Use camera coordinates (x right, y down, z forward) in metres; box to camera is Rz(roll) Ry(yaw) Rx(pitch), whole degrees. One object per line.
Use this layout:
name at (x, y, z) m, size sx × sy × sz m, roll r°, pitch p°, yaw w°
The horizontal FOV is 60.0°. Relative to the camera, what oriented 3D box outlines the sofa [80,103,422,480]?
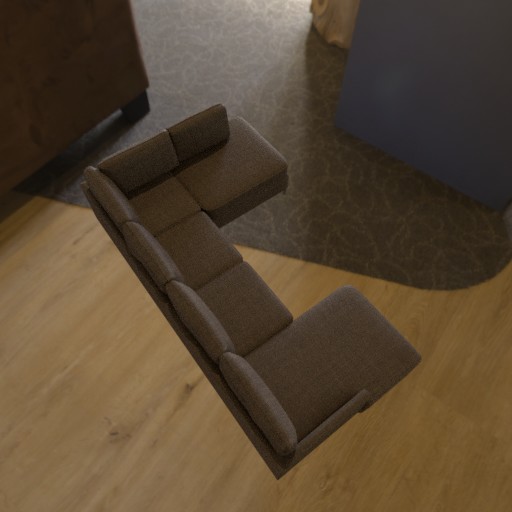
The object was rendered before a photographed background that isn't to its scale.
sofa at (0.000, 0.000, 4.367) m, size 2.048 × 0.999 × 3.423 m, roll -33°, pitch 64°, yaw -18°
